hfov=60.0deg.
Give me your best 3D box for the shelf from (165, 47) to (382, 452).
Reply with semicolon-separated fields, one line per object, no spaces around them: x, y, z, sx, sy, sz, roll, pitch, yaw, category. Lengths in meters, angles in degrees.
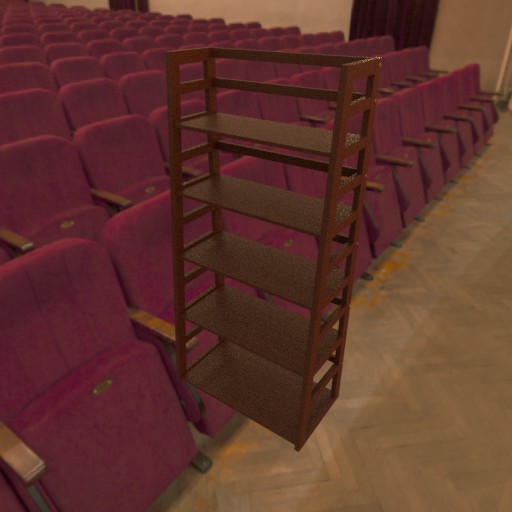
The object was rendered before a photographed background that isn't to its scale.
0.000;0.000;1.936;0.763;1.600;0.403;19;35;30;shelf
